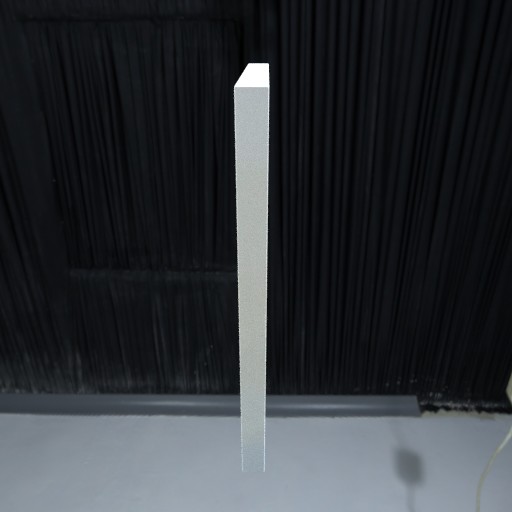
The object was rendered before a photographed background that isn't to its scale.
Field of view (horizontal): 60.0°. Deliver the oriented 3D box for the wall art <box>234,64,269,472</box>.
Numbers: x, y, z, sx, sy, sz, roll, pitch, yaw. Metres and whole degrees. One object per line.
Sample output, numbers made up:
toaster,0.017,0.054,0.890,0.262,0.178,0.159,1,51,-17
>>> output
wall art,0.000,0.000,0.794,0.038,0.611,0.408,1,27,1
